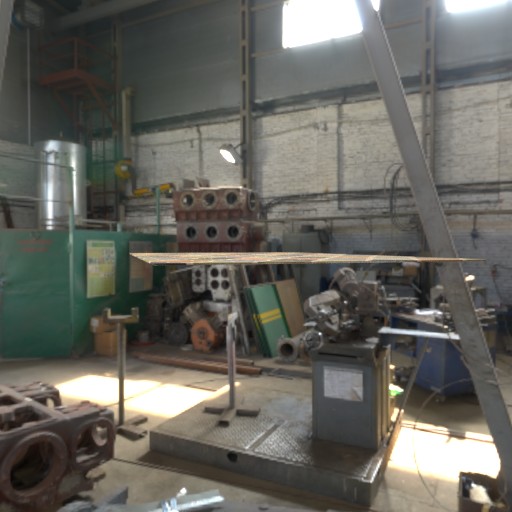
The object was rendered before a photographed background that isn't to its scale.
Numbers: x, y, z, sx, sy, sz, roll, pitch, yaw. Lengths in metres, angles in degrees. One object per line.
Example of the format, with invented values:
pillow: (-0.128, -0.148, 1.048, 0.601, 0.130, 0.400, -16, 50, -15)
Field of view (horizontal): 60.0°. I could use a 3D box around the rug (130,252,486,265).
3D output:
rug: (0.000, 0.000, 2.339, 1.216, 0.006, 1.828, 0, 1, -18)
